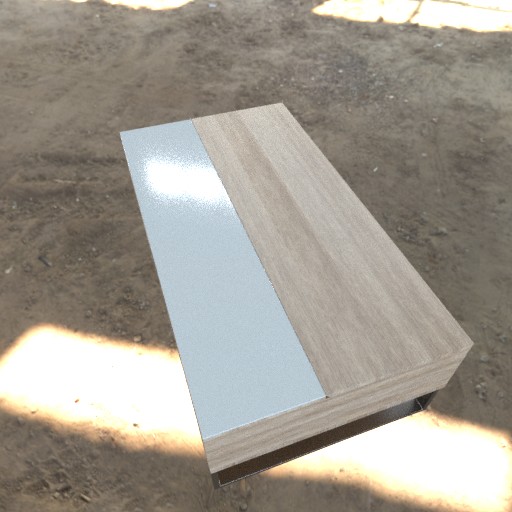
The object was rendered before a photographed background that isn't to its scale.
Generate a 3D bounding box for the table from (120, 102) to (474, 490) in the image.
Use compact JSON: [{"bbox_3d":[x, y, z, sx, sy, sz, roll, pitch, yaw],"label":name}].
[{"bbox_3d":[0.000,0.000,1.362,0.600,0.350,1.100,-15,49,-13],"label":"table"}]
